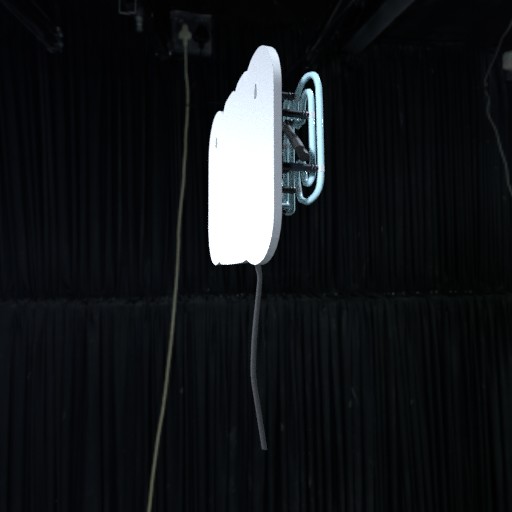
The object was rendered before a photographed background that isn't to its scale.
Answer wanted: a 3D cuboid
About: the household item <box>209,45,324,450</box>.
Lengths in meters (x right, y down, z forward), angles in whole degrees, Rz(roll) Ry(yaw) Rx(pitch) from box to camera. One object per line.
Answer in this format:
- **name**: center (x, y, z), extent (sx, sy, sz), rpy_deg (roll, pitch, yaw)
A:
- **household item**: center (0.000, 0.000, 0.388), extent (0.042, 0.294, 0.211), rpy_deg (1, -2, -17)
